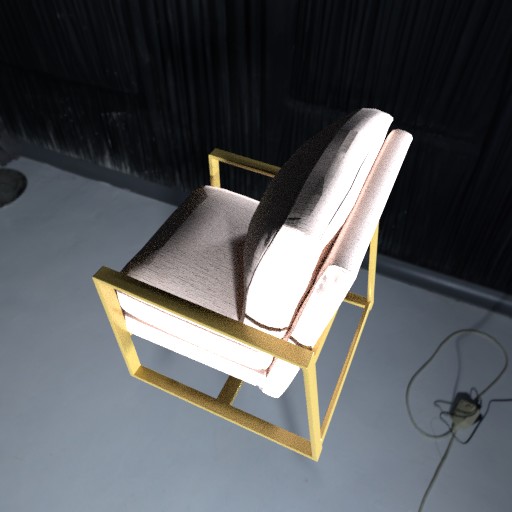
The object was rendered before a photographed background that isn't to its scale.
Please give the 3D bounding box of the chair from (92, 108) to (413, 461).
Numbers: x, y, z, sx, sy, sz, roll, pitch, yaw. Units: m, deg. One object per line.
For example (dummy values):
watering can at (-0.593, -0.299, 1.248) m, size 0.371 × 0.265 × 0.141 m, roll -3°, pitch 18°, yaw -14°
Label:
chair at (0.000, 0.000, 1.520) m, size 0.813 × 0.956 × 0.758 m, roll 19°, pitch 49°, yaw 17°
